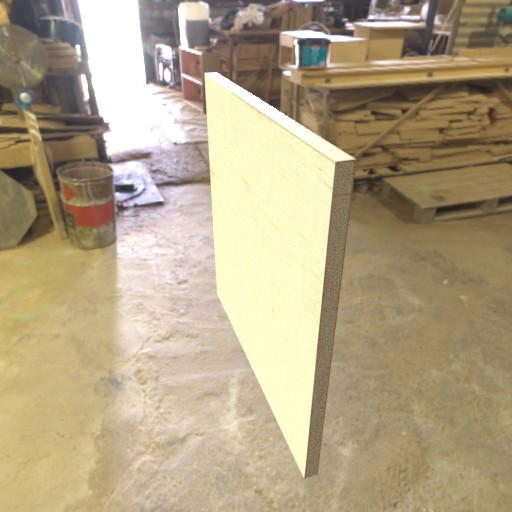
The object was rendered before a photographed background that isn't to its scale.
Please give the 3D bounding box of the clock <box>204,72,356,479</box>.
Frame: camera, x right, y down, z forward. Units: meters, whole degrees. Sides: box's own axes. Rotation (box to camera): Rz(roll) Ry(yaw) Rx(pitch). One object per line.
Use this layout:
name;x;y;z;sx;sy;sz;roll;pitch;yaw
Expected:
clock;0.000;0.000;1.049;0.032;0.705;0.705;-11;33;-17
